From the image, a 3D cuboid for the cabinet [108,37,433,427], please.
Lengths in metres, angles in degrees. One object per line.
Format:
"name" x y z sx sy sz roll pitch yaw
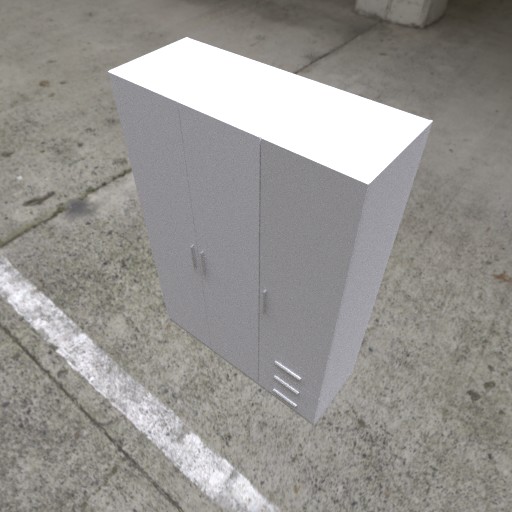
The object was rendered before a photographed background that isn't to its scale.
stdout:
"cabinet" 0.000 0.000 2.496 1.290 1.910 0.510 30 54 25
